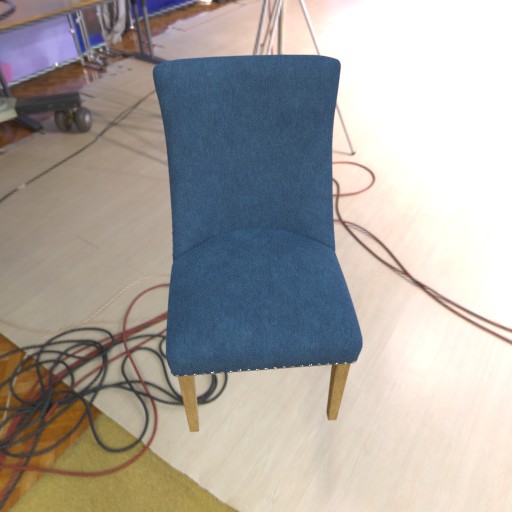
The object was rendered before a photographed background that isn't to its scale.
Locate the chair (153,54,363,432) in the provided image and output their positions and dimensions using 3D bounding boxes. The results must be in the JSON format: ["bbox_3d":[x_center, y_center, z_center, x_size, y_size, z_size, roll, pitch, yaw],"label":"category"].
[{"bbox_3d":[0.000,0.000,1.251,0.495,0.902,0.610,-3,45,-4],"label":"chair"}]
